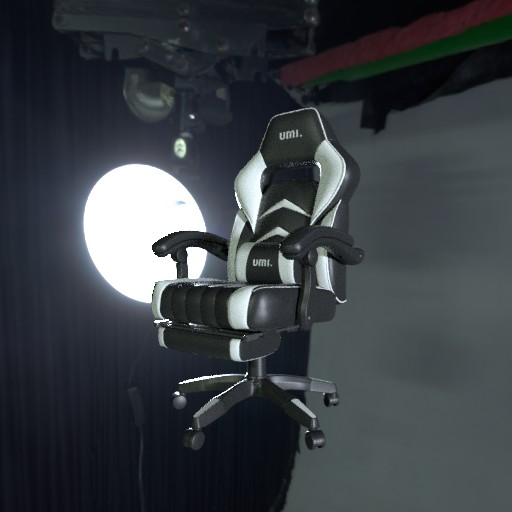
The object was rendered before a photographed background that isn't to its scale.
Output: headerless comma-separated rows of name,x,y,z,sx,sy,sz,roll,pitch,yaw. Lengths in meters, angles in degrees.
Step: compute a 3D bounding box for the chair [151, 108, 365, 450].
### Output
chair,0.000,0.000,1.642,0.676,1.200,0.700,1,1,37
